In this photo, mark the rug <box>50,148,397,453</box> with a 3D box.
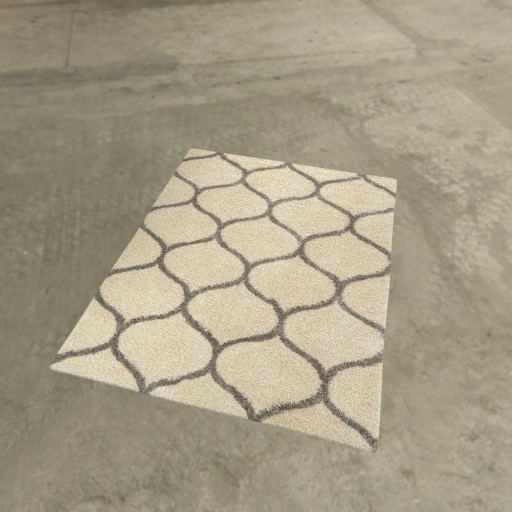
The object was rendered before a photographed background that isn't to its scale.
[{"bbox_3d":[0.000,0.000,4.058,2.399,0.026,3.000,11,48,10],"label":"rug"}]
